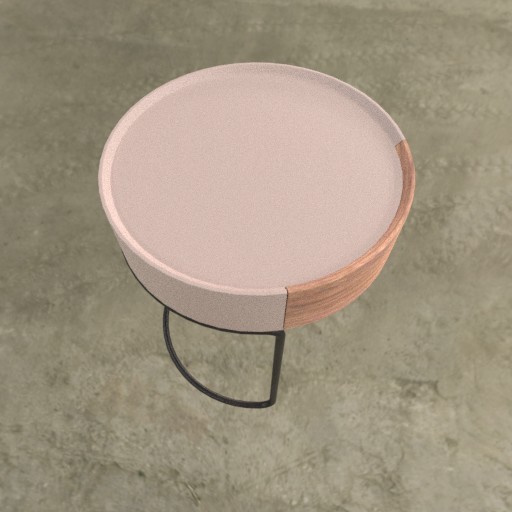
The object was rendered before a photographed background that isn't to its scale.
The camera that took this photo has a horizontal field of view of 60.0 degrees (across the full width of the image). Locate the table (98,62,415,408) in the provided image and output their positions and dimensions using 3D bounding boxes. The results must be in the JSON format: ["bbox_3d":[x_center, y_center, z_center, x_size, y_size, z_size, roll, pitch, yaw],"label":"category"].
[{"bbox_3d":[0.000,0.000,0.859,0.450,0.530,0.450,0,57,0],"label":"table"}]
